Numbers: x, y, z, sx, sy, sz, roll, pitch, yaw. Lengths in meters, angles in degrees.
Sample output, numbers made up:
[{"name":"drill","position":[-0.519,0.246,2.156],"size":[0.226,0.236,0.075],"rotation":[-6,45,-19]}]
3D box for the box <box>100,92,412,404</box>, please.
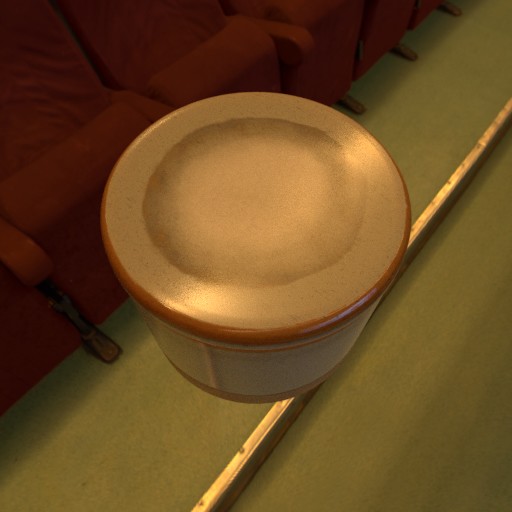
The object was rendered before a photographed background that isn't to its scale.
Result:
[{"name":"box","position":[0.000,0.000,0.216],"size":[0.123,0.100,0.123],"rotation":[0,59,0]}]
